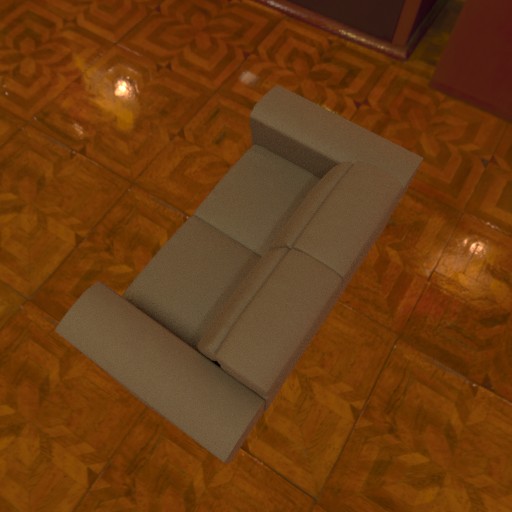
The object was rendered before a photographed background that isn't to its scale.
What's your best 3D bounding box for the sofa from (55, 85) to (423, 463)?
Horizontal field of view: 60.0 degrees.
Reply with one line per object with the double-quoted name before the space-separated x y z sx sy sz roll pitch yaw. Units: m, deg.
"sofa" 0.000 0.000 2.458 1.003 0.779 1.895 32 69 14
